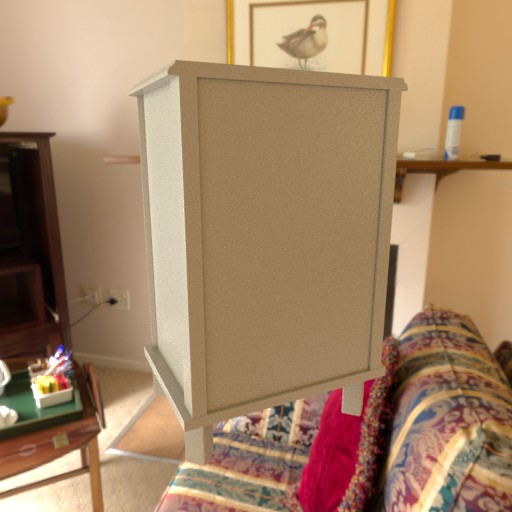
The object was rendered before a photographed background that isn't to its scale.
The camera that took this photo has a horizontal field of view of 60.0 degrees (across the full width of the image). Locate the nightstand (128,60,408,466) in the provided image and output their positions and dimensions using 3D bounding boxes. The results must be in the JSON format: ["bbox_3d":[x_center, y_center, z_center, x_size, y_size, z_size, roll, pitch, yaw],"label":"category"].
[{"bbox_3d":[0.000,0.000,0.930,0.435,0.680,0.348,-7,16,-25],"label":"nightstand"}]
